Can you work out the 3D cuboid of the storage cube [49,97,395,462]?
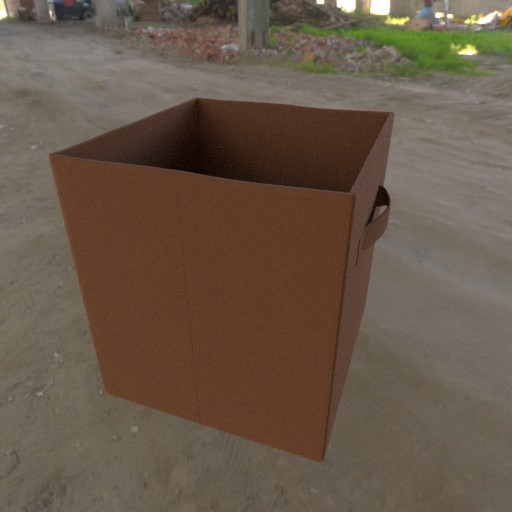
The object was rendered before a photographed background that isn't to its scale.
[{"bbox_3d":[0.000,0.000,0.499,0.270,0.280,0.270,11,32,18],"label":"storage cube"}]
